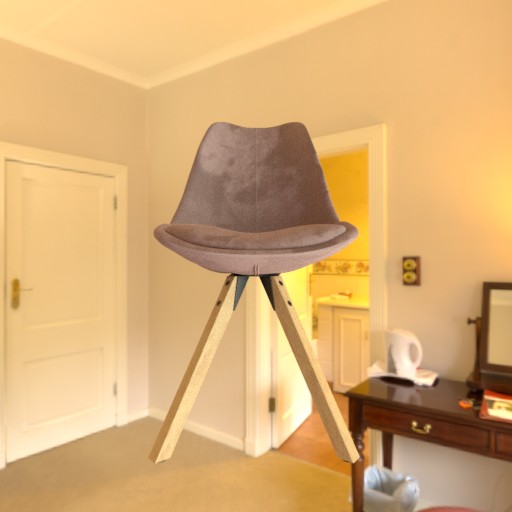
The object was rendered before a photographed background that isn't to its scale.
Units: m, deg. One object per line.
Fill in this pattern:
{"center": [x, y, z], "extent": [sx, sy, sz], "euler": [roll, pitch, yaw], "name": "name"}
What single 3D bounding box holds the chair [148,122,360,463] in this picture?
{"center": [0.000, 0.000, 1.163], "extent": [0.485, 0.850, 0.550], "euler": [0, 0, 0], "name": "chair"}
